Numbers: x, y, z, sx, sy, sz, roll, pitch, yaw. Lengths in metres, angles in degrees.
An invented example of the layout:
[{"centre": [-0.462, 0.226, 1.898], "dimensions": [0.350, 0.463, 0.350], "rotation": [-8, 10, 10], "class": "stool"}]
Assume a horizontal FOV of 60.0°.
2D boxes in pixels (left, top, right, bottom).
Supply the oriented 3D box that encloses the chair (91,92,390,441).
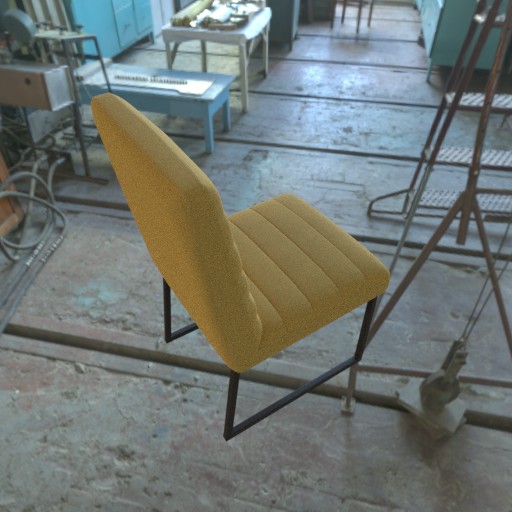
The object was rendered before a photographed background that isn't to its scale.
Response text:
[{"centre": [0.000, 0.000, 1.303], "dimensions": [0.634, 0.930, 0.520], "rotation": [-23, 46, -24], "class": "chair"}]
